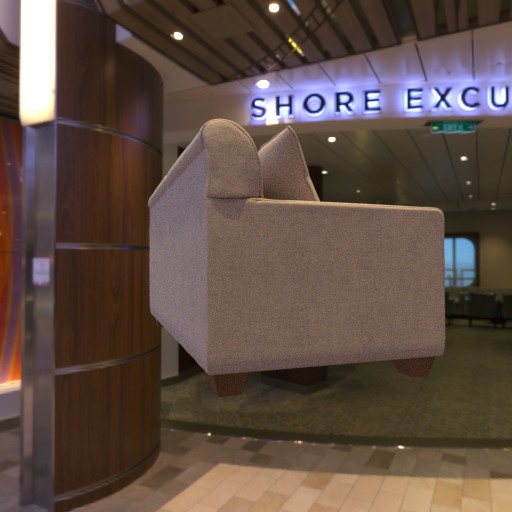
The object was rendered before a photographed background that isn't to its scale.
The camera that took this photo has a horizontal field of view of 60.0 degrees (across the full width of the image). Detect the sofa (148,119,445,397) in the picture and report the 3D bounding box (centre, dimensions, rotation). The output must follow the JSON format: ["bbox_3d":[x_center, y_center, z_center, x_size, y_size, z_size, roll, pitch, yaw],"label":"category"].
[{"bbox_3d":[0.000,0.000,2.433,0.998,0.958,1.846,0,-1,-19],"label":"sofa"}]
